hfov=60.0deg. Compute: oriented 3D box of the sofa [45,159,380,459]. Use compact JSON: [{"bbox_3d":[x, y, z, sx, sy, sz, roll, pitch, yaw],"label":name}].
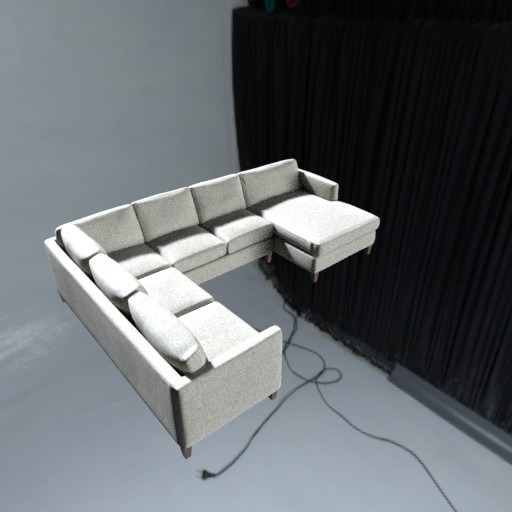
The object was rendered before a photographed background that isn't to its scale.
[{"bbox_3d":[0.000,0.000,4.669,3.460,0.959,2.593,-23,38,-34],"label":"sofa"}]
